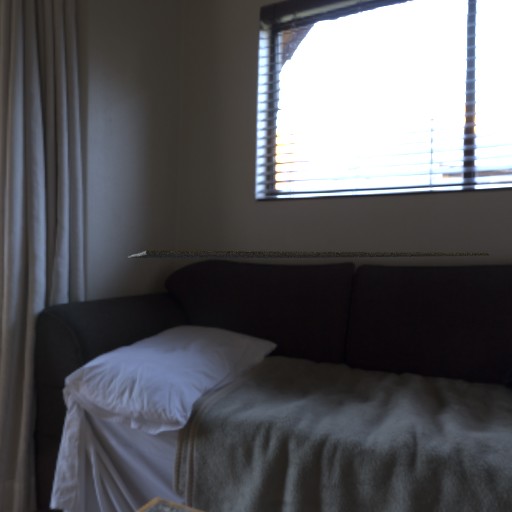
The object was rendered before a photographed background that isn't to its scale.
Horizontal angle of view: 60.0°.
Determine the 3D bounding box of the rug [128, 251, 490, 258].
[{"bbox_3d":[0.000,0.000,2.892,1.547,0.013,2.283,0,-1,-18],"label":"rug"}]
